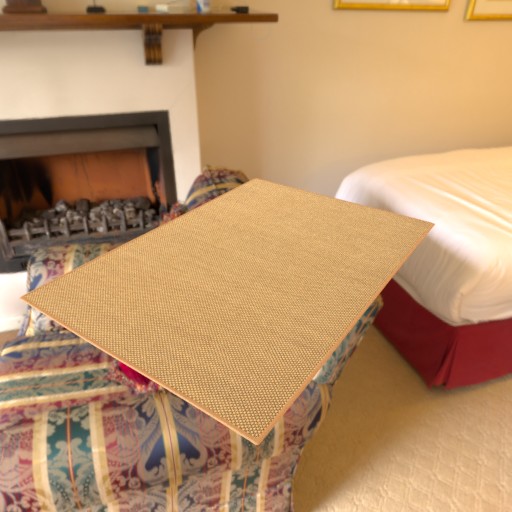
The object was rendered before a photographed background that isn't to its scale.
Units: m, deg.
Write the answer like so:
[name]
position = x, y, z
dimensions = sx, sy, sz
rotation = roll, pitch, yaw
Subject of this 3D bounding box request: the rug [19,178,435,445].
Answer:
[rug]
position = 0.000, 0.000, 2.676
dimensions = 1.524, 0.013, 2.134
rotation = 20, 36, 30
